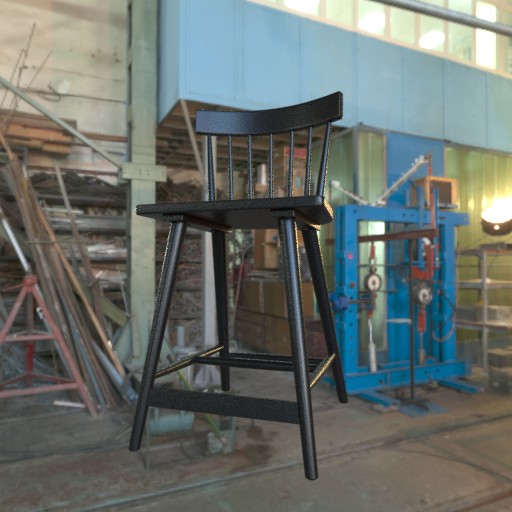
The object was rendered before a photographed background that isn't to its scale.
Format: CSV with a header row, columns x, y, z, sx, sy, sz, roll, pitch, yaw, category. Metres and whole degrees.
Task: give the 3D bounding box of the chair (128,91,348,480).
x,y,z,sx,sy,sz,roll,pitch,yaw,category
0.000,0.000,1.270,0.483,0.952,0.572,0,-1,19,chair
